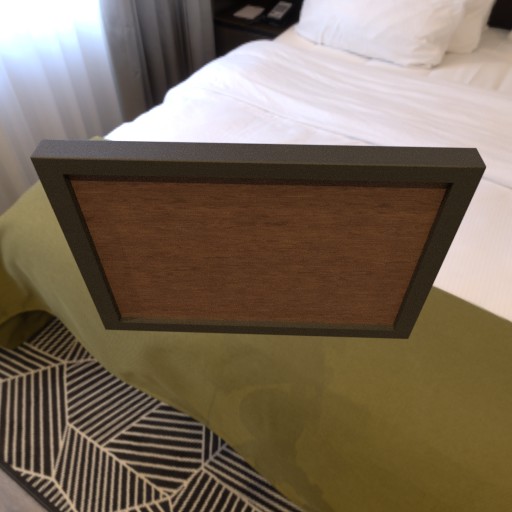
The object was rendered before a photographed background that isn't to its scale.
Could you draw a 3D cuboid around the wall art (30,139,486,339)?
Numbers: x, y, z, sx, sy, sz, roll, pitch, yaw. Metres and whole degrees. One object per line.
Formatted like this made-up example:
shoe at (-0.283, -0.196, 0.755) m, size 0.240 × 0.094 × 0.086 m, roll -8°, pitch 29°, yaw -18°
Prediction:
wall art at (0.000, 0.000, 0.834) m, size 0.671 × 0.456 × 0.051 m, roll 2°, pitch 47°, yaw 1°
